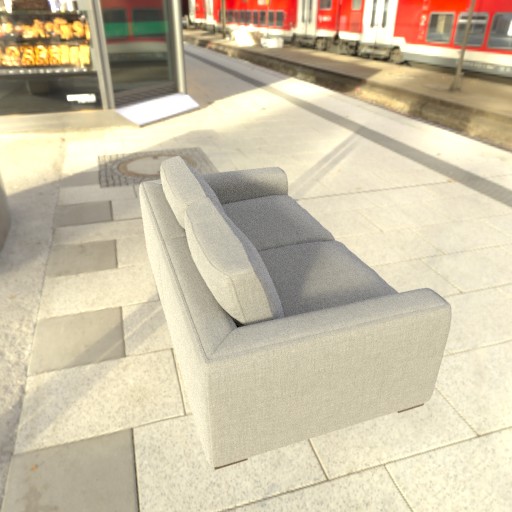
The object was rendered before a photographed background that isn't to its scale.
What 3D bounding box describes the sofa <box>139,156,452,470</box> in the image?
[{"bbox_3d":[0.000,0.000,2.472,1.069,0.800,1.920,-10,31,-17],"label":"sofa"}]
